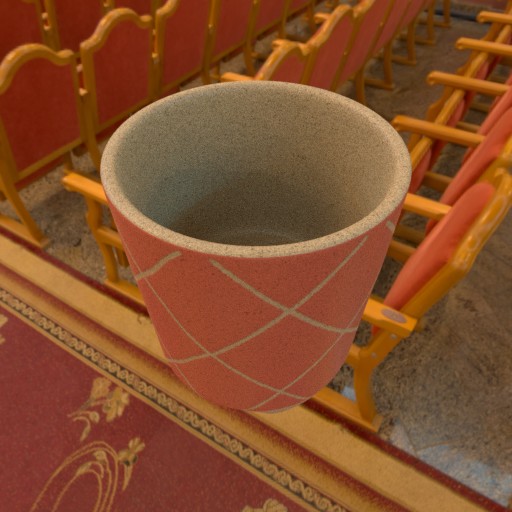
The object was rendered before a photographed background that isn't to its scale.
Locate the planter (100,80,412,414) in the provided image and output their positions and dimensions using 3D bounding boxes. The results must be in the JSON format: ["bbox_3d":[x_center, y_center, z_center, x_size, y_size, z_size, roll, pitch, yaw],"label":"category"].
[{"bbox_3d":[0.000,0.000,0.415,0.227,0.235,0.227,0,46,0],"label":"planter"}]
